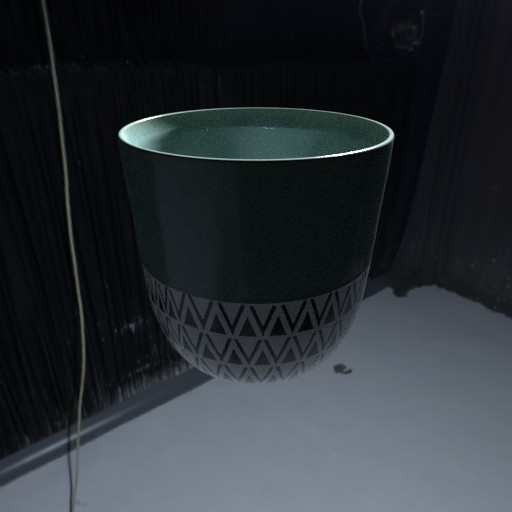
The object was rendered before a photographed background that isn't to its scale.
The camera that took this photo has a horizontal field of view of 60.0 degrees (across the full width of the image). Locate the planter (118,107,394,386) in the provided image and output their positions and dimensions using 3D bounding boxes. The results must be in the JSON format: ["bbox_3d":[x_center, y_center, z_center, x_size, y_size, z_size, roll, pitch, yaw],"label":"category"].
[{"bbox_3d":[0.000,0.000,0.377,0.198,0.214,0.198,0,26,0],"label":"planter"}]
